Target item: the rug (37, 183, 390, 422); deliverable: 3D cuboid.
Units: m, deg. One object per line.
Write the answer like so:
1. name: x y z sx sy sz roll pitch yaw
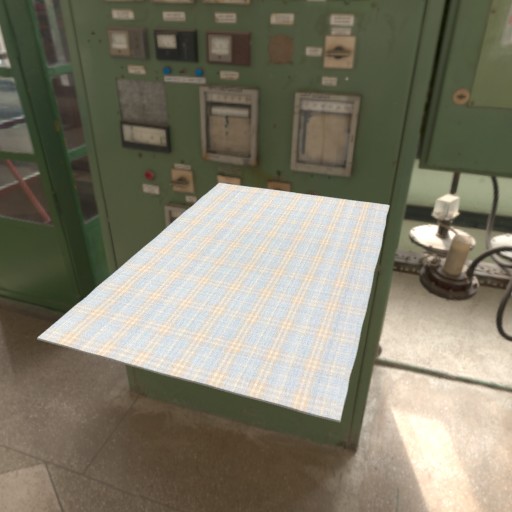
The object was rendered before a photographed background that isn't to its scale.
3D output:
1. rug: 0.000 0.000 2.345 1.231 0.012 1.835 10 32 17
